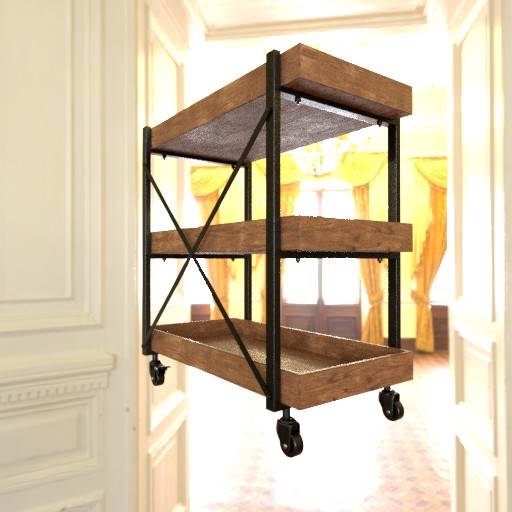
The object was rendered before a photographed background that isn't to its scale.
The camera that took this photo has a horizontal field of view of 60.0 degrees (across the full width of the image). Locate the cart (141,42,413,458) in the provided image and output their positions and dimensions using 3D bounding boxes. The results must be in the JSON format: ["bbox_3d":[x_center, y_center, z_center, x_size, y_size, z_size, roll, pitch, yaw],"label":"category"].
[{"bbox_3d":[0.000,0.000,1.236,0.411,0.800,0.750,0,0,-37],"label":"cart"}]
